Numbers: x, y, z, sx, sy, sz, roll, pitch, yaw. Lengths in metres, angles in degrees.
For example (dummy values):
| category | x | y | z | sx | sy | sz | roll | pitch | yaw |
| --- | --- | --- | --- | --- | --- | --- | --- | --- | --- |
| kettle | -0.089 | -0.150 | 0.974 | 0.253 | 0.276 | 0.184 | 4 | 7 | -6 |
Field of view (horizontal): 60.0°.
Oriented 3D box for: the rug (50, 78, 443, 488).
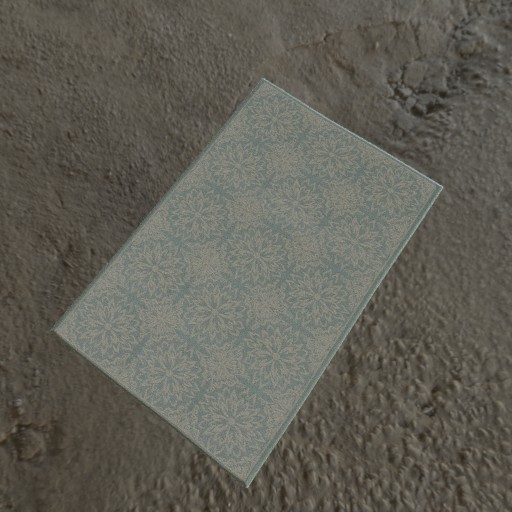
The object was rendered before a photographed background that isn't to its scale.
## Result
| category | x | y | z | sx | sy | sz | roll | pitch | yaw |
| --- | --- | --- | --- | --- | --- | --- | --- | --- | --- |
| rug | 0.000 | 0.000 | 2.323 | 1.219 | 0.012 | 1.840 | 35 | 77 | 9 |
